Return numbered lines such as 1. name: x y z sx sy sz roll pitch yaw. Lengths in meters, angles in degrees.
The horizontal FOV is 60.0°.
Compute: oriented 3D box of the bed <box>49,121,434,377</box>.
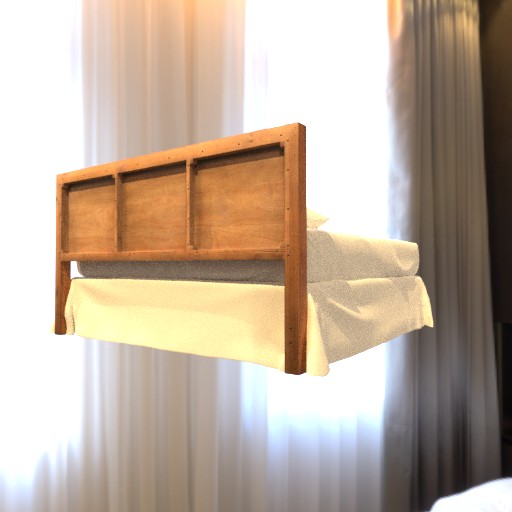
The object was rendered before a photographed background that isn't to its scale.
1. bed: 0.000 0.000 3.442 2.255 1.158 2.165 -1 -1 36
